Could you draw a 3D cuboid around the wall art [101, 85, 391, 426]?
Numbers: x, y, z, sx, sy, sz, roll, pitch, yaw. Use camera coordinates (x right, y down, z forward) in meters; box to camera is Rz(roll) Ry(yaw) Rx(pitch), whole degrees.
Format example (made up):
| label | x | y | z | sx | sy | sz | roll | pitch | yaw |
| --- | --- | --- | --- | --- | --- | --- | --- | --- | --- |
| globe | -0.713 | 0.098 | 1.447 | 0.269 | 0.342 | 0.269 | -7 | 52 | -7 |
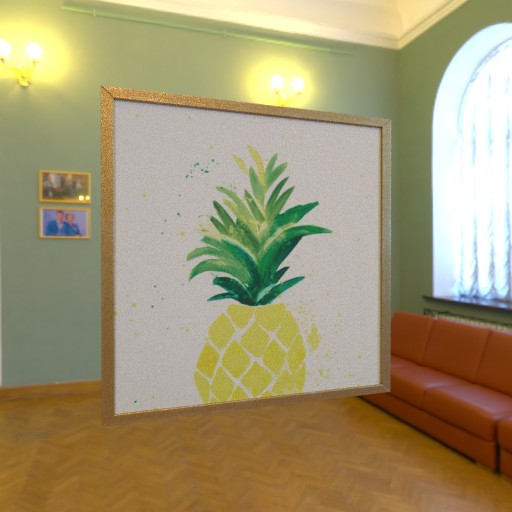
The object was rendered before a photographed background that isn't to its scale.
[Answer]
| label | x | y | z | sx | sy | sz | roll | pitch | yaw |
| --- | --- | --- | --- | --- | --- | --- | --- | --- | --- |
| wall art | 0.000 | 0.000 | 0.464 | 0.306 | 0.305 | 0.038 | 0 | 0 | -19 |
